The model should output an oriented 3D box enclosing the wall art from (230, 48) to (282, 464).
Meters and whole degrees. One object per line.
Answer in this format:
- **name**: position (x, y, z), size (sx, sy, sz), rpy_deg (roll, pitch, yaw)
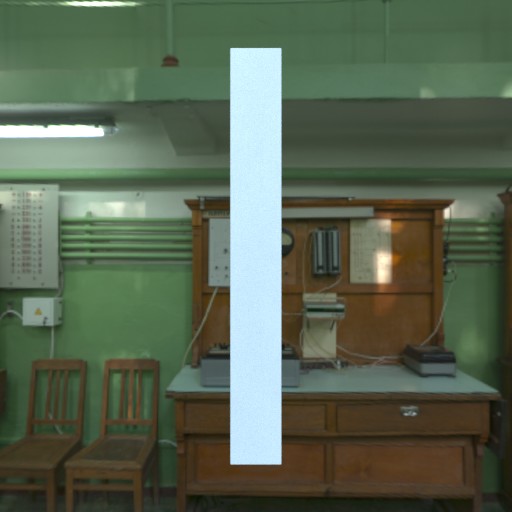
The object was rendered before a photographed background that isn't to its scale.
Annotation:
- **wall art**: position (0.000, 0.000, 0.476), size (0.038, 0.305, 0.305), rpy_deg (0, 0, 0)
